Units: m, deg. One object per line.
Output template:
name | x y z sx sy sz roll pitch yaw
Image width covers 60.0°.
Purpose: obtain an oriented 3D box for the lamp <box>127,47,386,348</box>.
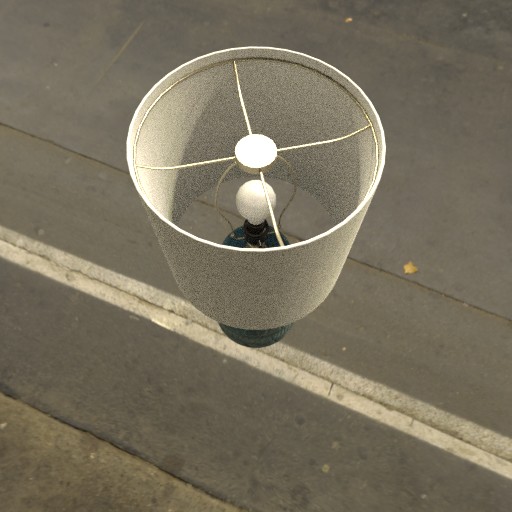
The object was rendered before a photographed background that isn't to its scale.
lamp | 0.000 0.000 0.568 0.211 0.455 0.211 2 64 1
